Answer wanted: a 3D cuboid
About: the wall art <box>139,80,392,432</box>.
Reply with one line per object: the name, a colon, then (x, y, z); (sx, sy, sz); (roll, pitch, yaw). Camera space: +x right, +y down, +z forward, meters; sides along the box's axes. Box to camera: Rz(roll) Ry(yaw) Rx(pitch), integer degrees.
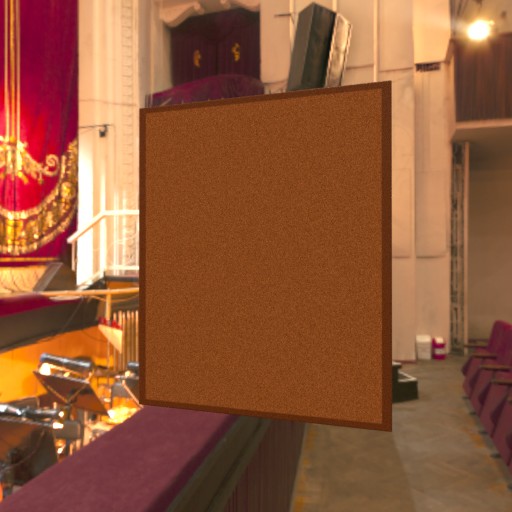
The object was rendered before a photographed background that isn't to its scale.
wall art: (0.000, 0.000, 0.528); (0.310, 0.379, 0.015); (0, 0, 17)
